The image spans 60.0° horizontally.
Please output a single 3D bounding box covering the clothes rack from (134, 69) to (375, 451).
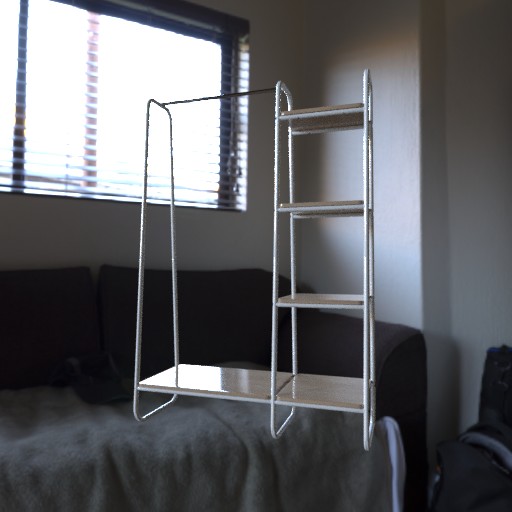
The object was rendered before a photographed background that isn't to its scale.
[{"bbox_3d":[0.000,0.000,1.990,1.011,1.500,0.400,0,-1,18],"label":"clothes rack"}]
